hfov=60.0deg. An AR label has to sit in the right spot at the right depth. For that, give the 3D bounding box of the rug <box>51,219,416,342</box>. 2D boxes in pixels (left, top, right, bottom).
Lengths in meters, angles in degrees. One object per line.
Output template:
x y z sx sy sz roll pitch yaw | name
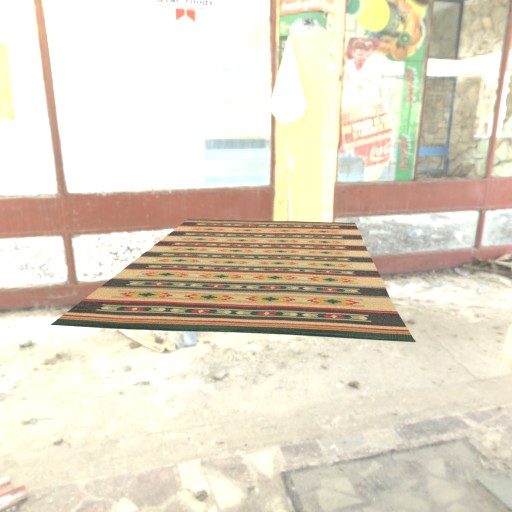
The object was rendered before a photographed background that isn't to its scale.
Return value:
0.000 0.000 2.916 1.522 0.010 2.311 2 16 6 | rug
